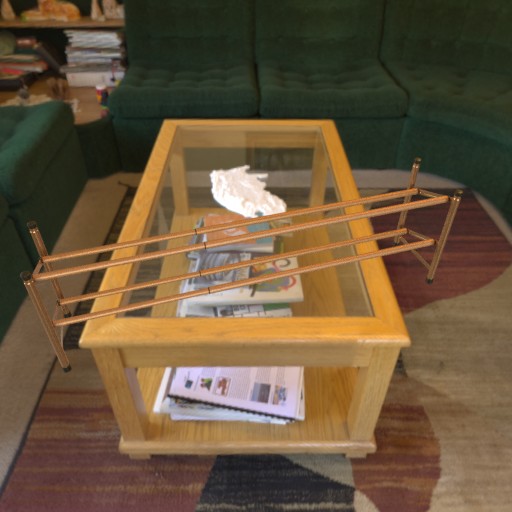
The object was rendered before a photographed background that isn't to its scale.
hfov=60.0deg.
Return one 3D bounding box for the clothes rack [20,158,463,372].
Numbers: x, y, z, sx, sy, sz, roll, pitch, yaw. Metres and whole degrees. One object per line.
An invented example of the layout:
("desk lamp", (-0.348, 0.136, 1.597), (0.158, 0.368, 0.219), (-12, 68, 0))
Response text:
("clothes rack", (0.000, 0.000, 1.306), (1.168, 0.349, 0.229), (-12, 41, -14))
